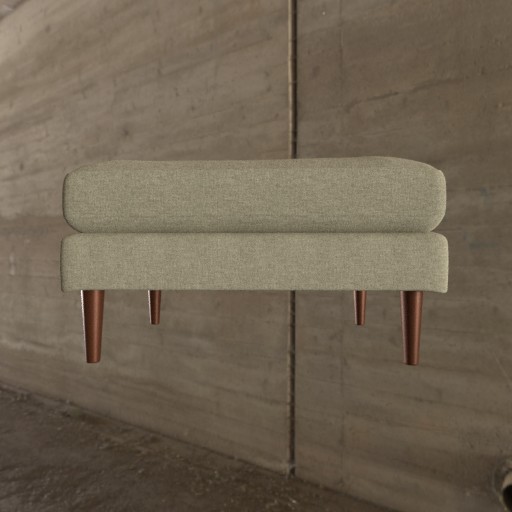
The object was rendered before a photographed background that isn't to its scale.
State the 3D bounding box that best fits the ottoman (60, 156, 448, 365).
[{"bbox_3d":[0.000,0.000,1.258,0.821,0.474,0.693,0,0,2],"label":"ottoman"}]
